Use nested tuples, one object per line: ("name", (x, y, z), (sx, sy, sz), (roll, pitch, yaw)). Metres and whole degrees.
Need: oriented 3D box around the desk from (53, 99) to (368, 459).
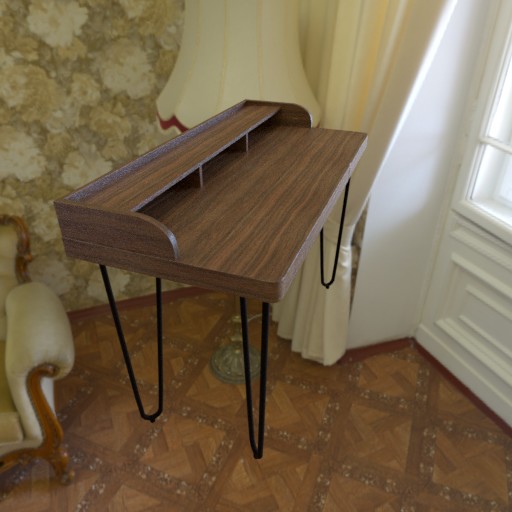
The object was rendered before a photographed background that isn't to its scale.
("desk", (0.000, 0.000, 1.652), (0.565, 0.854, 1.200), (11, 33, 18))
